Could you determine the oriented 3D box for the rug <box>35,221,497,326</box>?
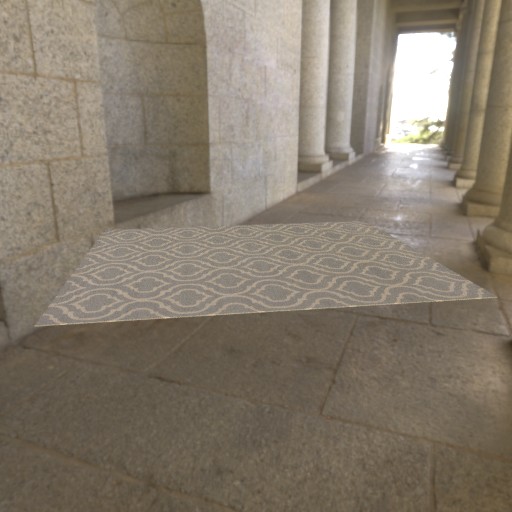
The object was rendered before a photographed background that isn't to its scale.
[{"bbox_3d":[0.000,0.000,3.809,2.892,0.006,2.283,-3,17,-8],"label":"rug"}]
